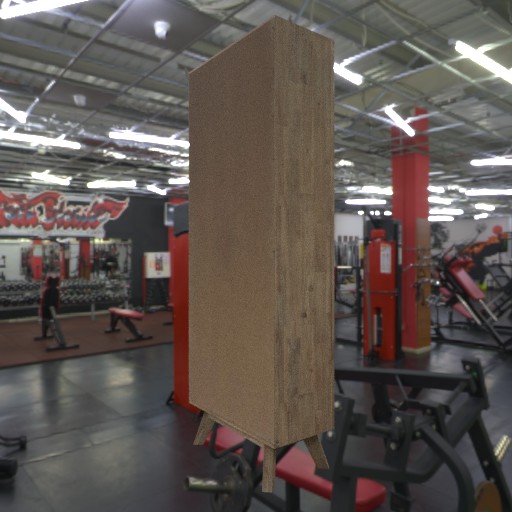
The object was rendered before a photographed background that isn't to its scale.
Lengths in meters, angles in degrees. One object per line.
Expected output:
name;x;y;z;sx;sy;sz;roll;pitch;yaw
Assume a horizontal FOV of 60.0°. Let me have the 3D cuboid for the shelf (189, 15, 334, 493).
shelf;0.000;0.000;1.502;0.267;1.342;0.491;0;0;-37
